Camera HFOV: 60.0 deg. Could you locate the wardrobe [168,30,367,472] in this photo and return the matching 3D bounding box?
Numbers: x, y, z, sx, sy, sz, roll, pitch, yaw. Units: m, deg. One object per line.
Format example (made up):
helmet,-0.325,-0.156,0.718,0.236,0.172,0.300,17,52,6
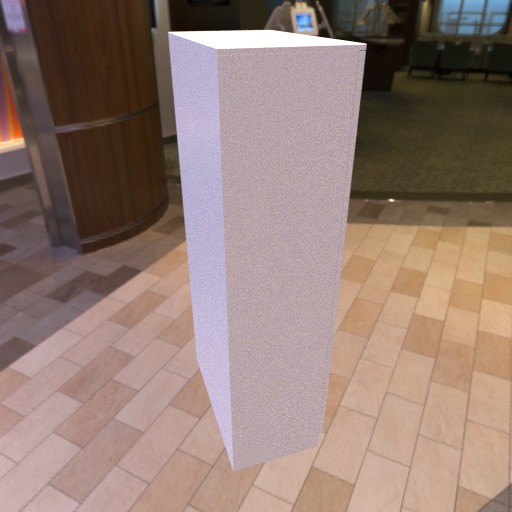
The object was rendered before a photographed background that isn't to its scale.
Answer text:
wardrobe,0.000,0.000,1.915,0.470,1.700,0.760,-10,31,-16
